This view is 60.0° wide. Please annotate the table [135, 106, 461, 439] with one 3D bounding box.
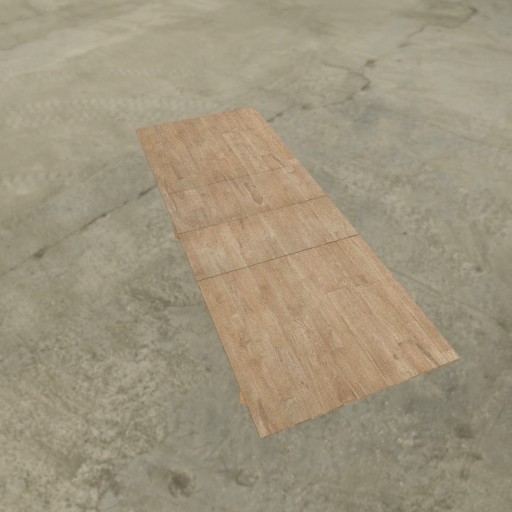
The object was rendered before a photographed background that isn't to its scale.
[{"bbox_3d":[0.000,0.000,3.034,1.000,0.752,2.603,-16,48,-15],"label":"table"}]
